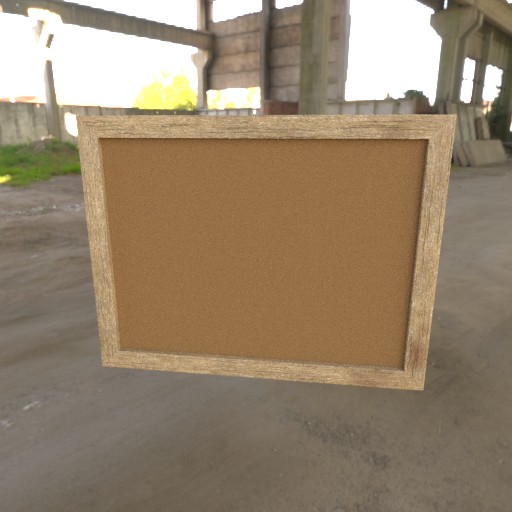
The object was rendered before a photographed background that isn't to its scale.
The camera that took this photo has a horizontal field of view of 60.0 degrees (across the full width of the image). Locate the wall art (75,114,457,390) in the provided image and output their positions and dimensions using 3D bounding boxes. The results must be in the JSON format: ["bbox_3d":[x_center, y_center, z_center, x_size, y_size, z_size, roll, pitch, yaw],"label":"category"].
[{"bbox_3d":[0.000,0.000,0.884,0.690,0.535,0.026,2,17,8],"label":"wall art"}]
